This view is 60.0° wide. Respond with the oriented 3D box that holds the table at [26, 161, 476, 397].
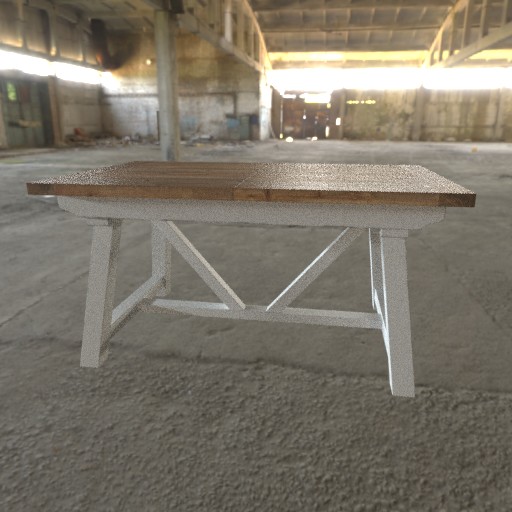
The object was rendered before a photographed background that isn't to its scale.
[{"bbox_3d":[0.000,0.000,1.999,1.503,0.743,0.922,3,17,9],"label":"table"}]
